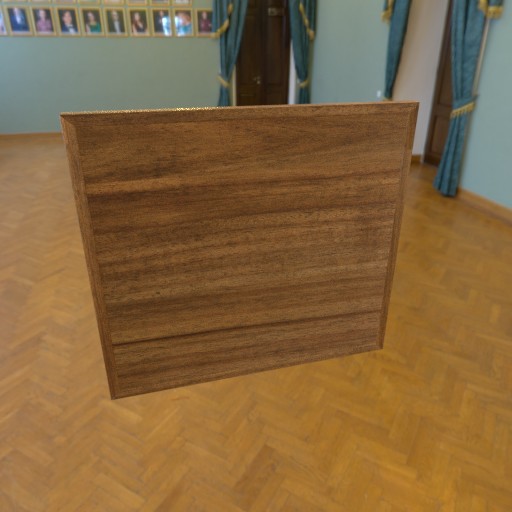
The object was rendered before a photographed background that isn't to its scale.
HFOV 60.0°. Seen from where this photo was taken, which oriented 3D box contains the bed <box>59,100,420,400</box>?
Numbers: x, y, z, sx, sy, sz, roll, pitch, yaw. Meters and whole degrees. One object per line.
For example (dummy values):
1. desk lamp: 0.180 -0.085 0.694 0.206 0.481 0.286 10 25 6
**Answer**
1. bed: 0.000 0.000 1.461 1.041 0.940 0.043 -7 26 -14
